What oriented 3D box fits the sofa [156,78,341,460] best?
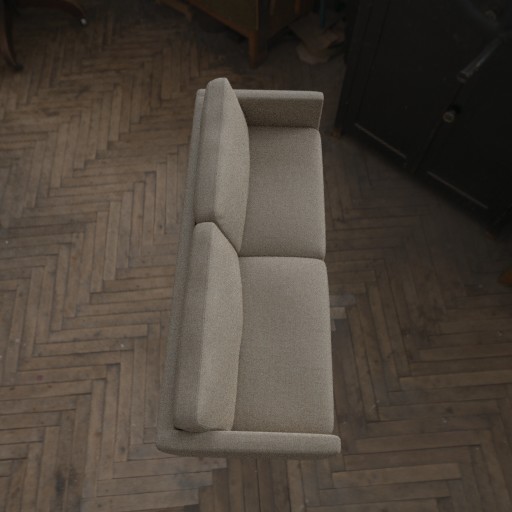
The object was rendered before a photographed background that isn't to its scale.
[{"bbox_3d":[0.000,0.000,2.936,0.951,0.965,2.434,1,64,1],"label":"sofa"}]
